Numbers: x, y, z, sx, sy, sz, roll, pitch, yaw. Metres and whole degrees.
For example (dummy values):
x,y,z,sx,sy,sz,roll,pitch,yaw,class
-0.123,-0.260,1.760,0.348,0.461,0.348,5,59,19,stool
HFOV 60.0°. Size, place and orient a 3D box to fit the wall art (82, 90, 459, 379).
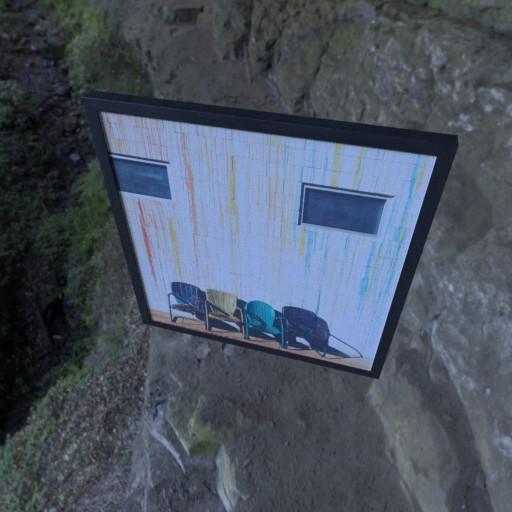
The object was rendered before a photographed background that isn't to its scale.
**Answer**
x,y,z,sx,sy,sz,roll,pitch,yaw,class
0.000,0.000,1.138,0.763,0.763,0.039,11,44,12,wall art
